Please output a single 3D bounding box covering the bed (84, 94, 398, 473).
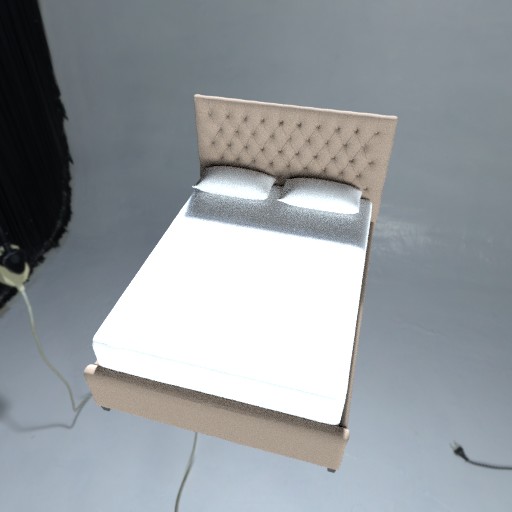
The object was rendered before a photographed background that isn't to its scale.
[{"bbox_3d":[0.000,0.000,3.269,1.696,1.426,2.233,10,42,12],"label":"bed"}]
